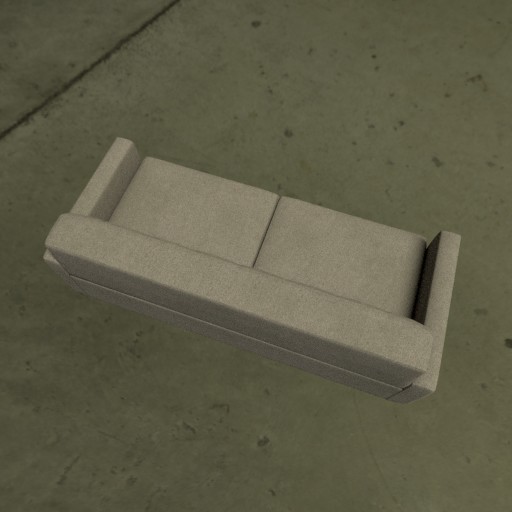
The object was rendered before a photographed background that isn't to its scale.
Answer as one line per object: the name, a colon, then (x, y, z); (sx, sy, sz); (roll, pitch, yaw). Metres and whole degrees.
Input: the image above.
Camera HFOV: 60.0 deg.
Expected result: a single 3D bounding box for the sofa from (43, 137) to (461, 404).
sofa: (0.000, 0.000, 2.459); (2.029, 0.841, 0.909); (17, 66, 8)
